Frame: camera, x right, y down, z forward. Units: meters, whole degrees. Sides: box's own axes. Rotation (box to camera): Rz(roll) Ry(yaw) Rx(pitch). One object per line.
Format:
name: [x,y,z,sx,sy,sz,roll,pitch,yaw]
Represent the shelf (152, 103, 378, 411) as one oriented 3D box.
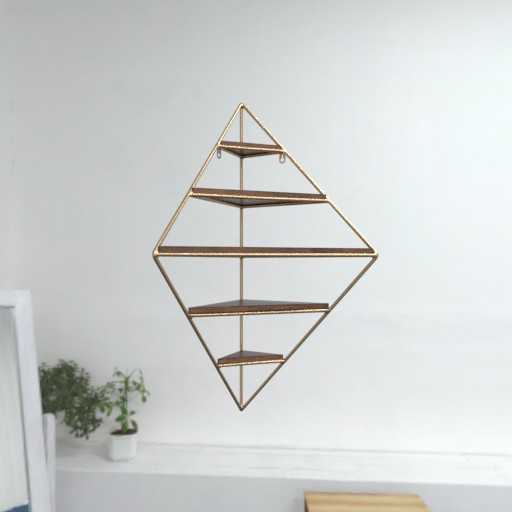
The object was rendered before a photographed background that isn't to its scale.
shelf: [0.000,0.000,1.180,0.564,0.913,0.294,0,-1,-18]
